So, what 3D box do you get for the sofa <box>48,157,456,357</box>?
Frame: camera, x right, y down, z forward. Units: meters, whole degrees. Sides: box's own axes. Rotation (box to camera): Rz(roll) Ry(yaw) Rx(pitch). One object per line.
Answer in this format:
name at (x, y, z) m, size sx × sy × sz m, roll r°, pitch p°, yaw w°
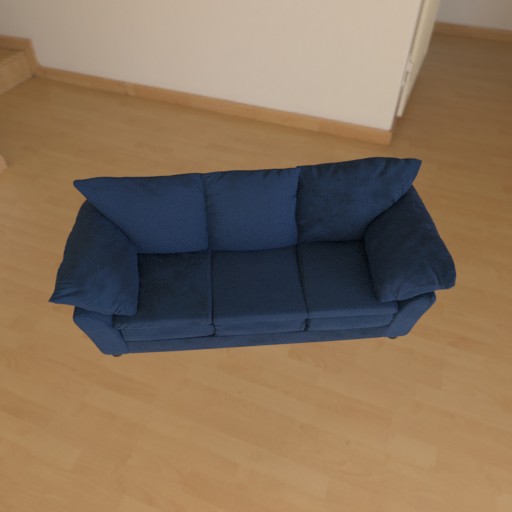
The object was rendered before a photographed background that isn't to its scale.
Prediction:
sofa at (0.000, 0.000, 2.949) m, size 2.390 × 1.091 × 0.907 m, roll -3°, pitch 46°, yaw -3°
